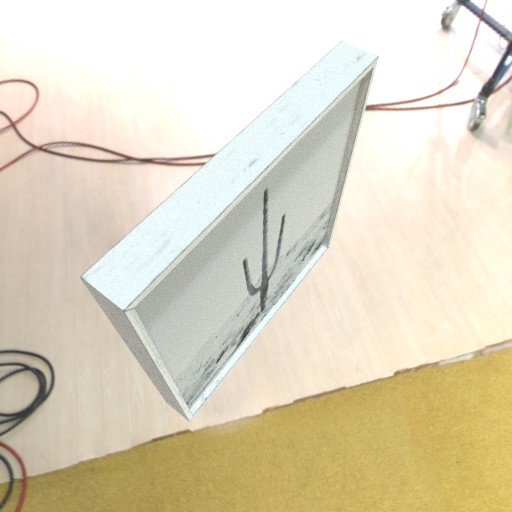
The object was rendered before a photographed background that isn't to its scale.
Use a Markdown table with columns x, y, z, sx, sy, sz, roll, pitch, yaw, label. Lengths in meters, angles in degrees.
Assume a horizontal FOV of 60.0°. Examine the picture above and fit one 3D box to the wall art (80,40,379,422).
| x | y | z | sx | sy | sz | roll | pitch | yaw | label |
| --- | --- | --- | --- | --- | --- | --- | --- | --- | --- |
| 0.000 | 0.000 | 0.457 | 0.038 | 0.305 | 0.305 | 33 | 64 | 19 | wall art |
